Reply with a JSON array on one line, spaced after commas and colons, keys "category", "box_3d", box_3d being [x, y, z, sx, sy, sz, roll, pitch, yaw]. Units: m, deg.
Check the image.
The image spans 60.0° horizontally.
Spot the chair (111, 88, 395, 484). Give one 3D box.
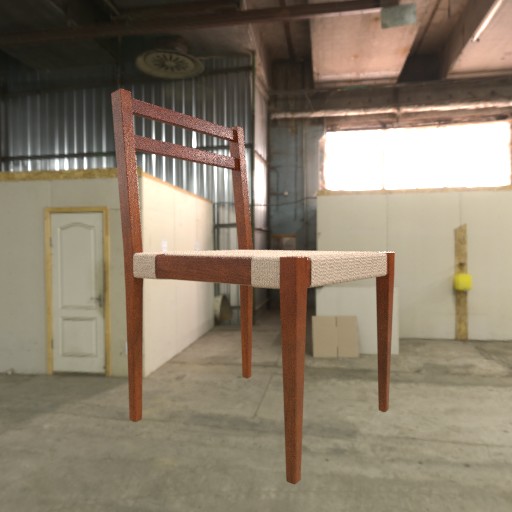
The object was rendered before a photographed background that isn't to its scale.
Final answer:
[{"category": "chair", "box_3d": [0.000, 0.000, 1.178, 0.569, 0.851, 0.495, 1, 2, 38]}]
